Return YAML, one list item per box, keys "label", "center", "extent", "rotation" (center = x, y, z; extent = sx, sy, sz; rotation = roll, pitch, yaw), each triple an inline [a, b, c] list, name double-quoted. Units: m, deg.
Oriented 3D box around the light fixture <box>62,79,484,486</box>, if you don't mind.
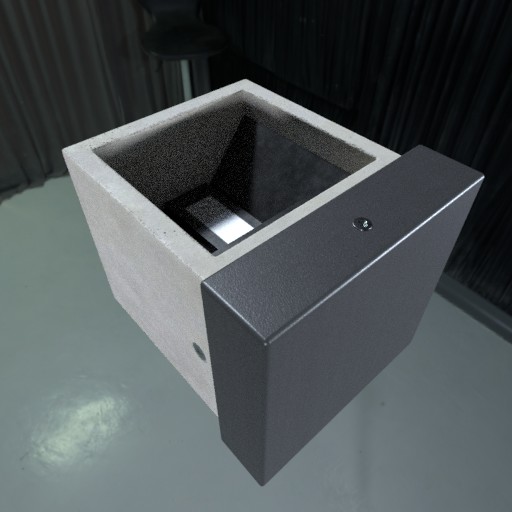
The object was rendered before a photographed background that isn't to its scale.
- label: "light fixture"
  center: [0.000, 0.000, 0.230]
  extent: [0.121, 0.121, 0.143]
  rotation: [-33, 54, -28]
